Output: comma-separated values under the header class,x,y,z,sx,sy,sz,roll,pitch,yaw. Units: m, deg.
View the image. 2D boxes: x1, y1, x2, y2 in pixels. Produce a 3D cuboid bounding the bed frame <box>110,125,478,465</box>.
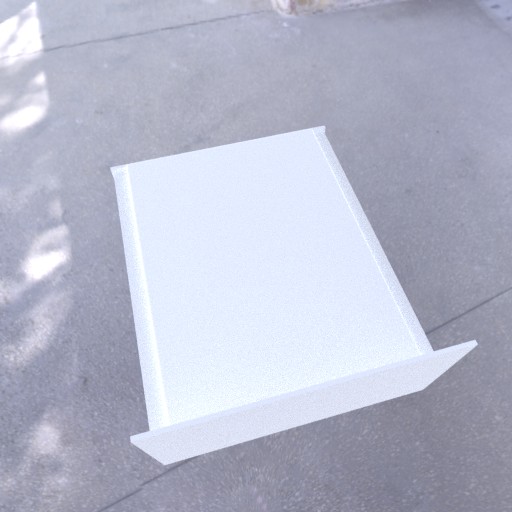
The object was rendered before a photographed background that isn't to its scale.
class,x,y,z,sx,sy,sz,roll,pitch,yaw
bed frame,0.000,0.000,2.800,1.622,0.800,1.960,-13,59,-8
